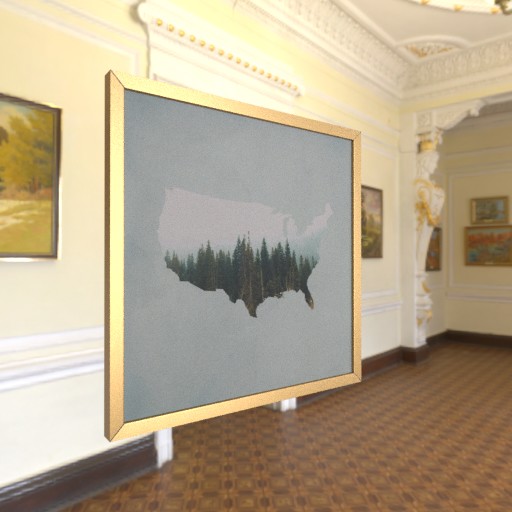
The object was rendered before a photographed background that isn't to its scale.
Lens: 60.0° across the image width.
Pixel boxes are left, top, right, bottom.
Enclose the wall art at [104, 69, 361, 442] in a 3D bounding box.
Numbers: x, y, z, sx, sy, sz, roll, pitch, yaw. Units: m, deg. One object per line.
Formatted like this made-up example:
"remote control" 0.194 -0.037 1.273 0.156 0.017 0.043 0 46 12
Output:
"wall art" 0.000 0.000 1.143 0.762 0.762 0.038 0 0 -36
